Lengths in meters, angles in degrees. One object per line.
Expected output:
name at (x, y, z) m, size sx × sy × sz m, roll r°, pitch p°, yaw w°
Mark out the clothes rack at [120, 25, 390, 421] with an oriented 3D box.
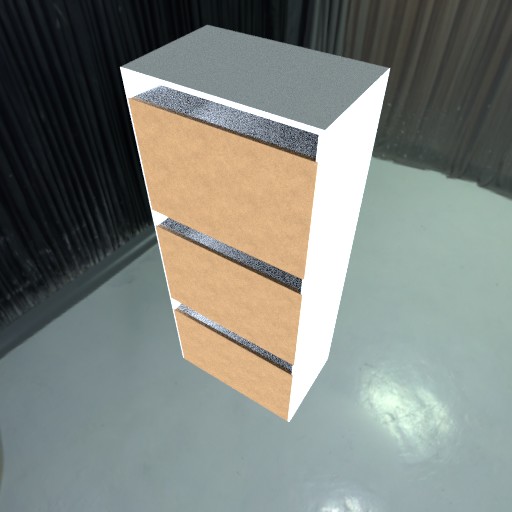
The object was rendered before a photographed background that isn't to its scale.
clothes rack at (0.000, 0.000, 1.398) m, size 0.500 × 1.187 × 0.330 m, roll 25°, pitch 50°, yaw 22°
